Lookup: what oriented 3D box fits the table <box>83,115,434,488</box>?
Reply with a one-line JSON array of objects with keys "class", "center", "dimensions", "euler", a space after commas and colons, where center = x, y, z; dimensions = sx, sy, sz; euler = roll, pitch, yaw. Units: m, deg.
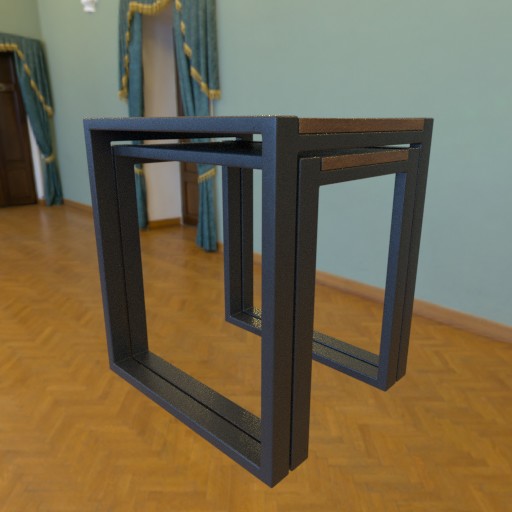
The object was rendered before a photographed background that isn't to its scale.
[{"class": "table", "center": [0.000, 0.000, 0.923], "dimensions": [0.500, 0.550, 0.449], "euler": [16, 23, 42]}]
